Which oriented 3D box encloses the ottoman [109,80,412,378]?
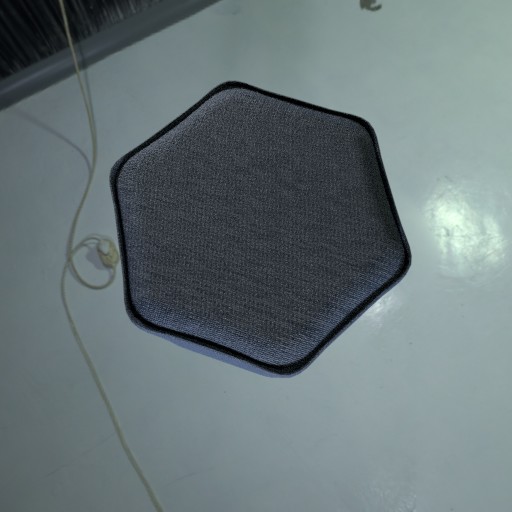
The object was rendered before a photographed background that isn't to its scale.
[{"bbox_3d":[0.000,0.000,0.911,0.492,0.505,0.454,-36,78,-9],"label":"ottoman"}]
